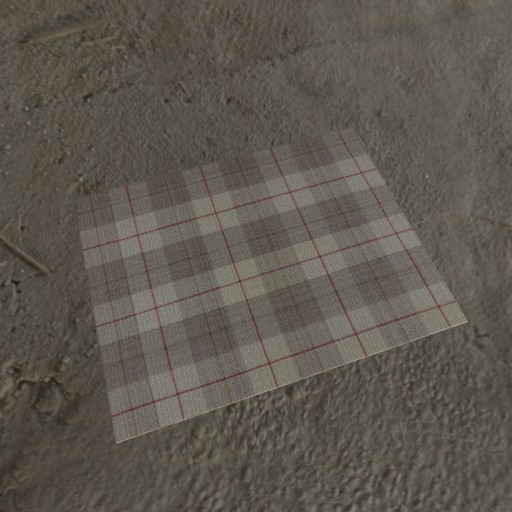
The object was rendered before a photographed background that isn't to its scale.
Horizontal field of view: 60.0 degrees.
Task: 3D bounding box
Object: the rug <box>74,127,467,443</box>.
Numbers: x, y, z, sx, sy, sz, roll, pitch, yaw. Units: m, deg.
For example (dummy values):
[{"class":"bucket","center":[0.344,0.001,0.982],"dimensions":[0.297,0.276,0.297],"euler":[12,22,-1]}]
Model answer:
[{"class":"rug","center":[0.000,0.000,4.013],"dimensions":[2.959,0.016,2.317],"euler":[-17,63,-9]}]
